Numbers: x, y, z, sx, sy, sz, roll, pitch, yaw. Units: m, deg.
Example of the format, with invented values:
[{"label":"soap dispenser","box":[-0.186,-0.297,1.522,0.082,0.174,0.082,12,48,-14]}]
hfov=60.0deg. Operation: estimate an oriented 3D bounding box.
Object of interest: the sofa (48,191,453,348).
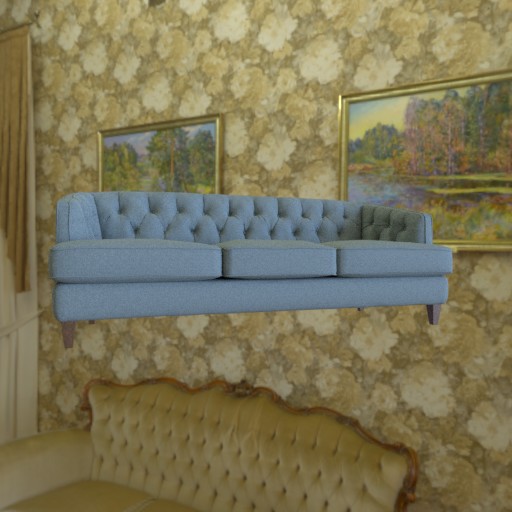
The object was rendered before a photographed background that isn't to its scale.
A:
[{"label":"sofa","box":[0.000,0.000,2.763,2.278,0.855,0.941,0,0,-19]}]
